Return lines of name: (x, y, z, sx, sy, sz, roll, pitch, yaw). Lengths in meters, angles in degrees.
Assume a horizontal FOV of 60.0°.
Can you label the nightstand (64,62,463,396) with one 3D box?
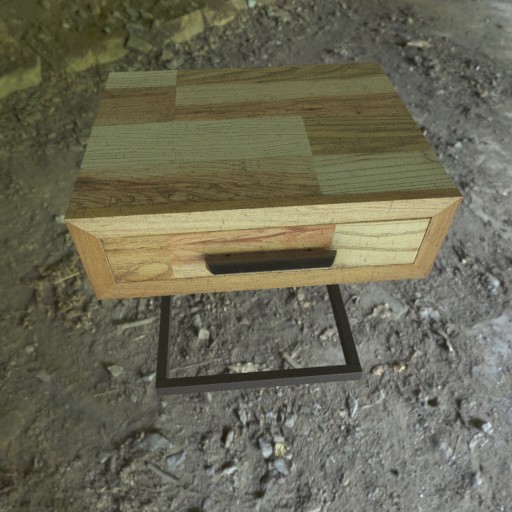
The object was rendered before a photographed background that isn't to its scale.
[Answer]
nightstand: (0.000, 0.000, 0.983, 0.558, 0.632, 0.481, -4, 47, -3)
